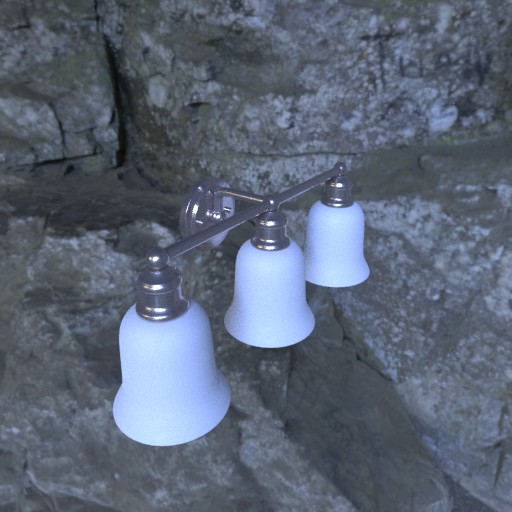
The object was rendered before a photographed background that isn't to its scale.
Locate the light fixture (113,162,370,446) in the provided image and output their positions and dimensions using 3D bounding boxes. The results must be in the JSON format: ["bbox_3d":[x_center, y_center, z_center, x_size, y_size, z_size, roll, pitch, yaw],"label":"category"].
[{"bbox_3d":[0.000,0.000,0.676,0.198,0.211,0.570,18,32,32],"label":"light fixture"}]
